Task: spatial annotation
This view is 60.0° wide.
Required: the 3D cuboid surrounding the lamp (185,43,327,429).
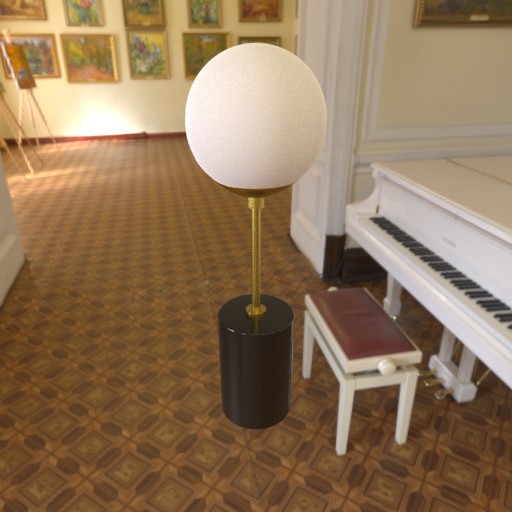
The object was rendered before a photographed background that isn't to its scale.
[{"bbox_3d":[0.000,0.000,0.554,0.153,0.480,0.153,0,25,0],"label":"lamp"}]
